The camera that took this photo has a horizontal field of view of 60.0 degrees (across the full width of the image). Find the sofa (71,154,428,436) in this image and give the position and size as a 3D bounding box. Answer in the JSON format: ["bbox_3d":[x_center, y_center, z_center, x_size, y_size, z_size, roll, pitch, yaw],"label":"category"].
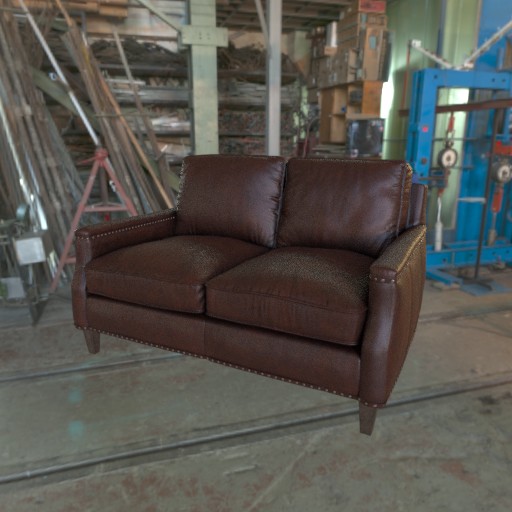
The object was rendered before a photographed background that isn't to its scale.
[{"bbox_3d":[0.000,0.000,2.304,1.628,1.003,1.083,7,16,26],"label":"sofa"}]
